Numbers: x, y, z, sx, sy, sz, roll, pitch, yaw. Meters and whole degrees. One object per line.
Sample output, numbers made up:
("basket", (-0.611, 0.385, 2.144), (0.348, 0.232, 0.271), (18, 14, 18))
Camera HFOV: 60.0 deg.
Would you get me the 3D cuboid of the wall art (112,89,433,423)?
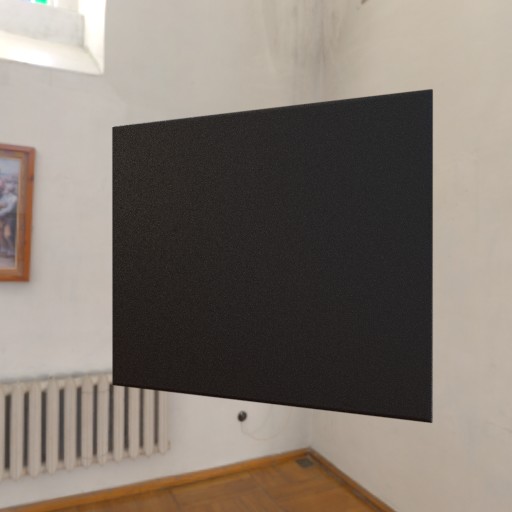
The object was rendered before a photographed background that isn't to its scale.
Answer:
("wall art", (0.000, 0.000, 0.514), (0.380, 0.330, 0.028), (0, 0, 20))
